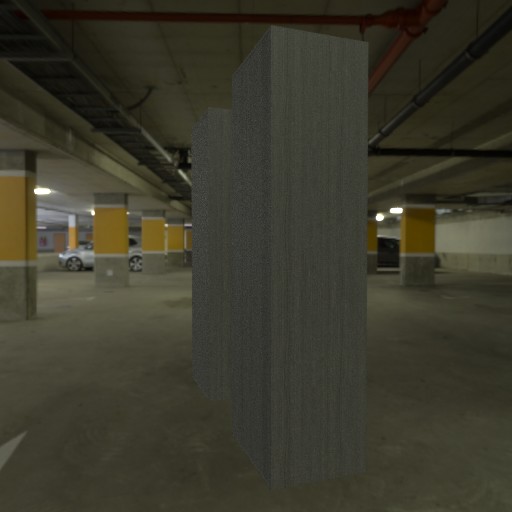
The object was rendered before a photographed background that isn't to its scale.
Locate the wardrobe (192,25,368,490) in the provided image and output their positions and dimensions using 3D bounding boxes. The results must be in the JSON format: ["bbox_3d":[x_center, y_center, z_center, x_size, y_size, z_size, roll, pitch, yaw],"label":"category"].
[{"bbox_3d":[0.000,0.000,2.819,0.480,2.000,1.770,0,1,-19],"label":"wardrobe"}]
